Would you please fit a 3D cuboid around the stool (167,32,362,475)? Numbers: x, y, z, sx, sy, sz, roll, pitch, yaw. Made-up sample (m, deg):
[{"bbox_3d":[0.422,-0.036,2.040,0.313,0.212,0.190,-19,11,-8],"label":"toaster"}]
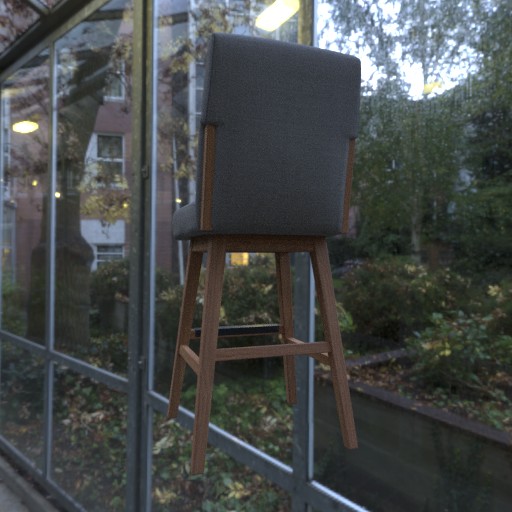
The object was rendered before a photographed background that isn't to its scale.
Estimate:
[{"bbox_3d":[0.000,0.000,1.391,0.483,1.112,0.570,0,0,-19],"label":"stool"}]
